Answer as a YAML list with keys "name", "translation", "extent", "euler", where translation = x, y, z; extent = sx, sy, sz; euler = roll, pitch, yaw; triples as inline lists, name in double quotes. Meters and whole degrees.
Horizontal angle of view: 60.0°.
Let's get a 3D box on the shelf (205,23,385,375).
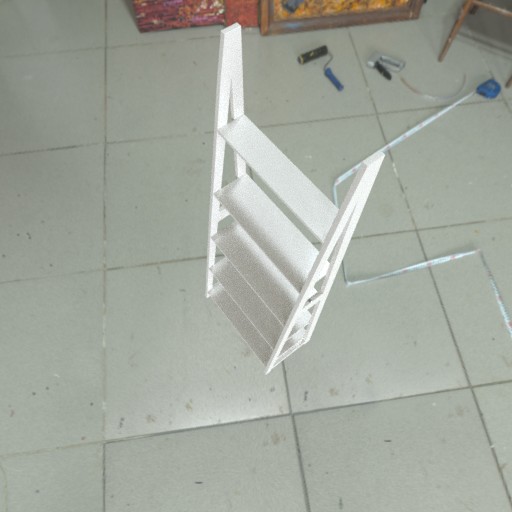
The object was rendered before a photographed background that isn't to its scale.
- name: "shelf"
  translation: [0.000, 0.000, 1.986]
  extent: [0.341, 1.779, 0.636]
  euler: [-35, 69, -15]
